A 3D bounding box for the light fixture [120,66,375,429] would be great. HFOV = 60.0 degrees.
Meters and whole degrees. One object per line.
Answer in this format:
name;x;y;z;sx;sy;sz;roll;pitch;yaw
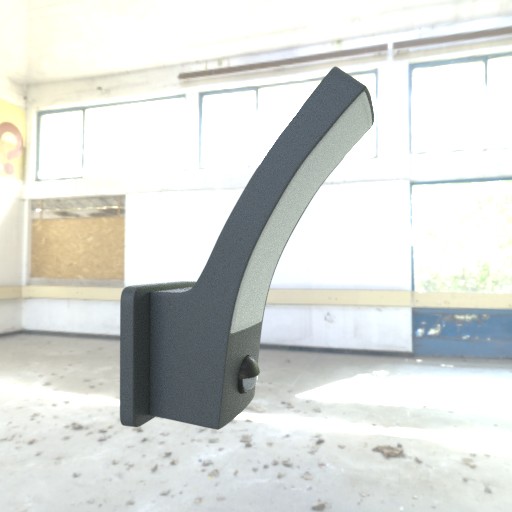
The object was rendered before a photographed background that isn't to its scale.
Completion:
light fixture;0.000;0.000;0.337;0.174;0.243;0.108;0;-1;18
